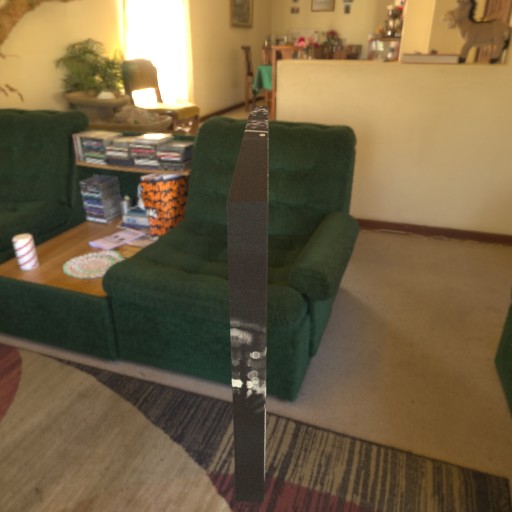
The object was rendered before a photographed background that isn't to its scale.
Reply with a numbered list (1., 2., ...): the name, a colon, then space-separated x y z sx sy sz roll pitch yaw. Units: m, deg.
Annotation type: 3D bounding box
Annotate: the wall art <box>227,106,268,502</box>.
1. wall art: 0.000 0.000 0.753 0.037 0.406 0.609 1 26 1
